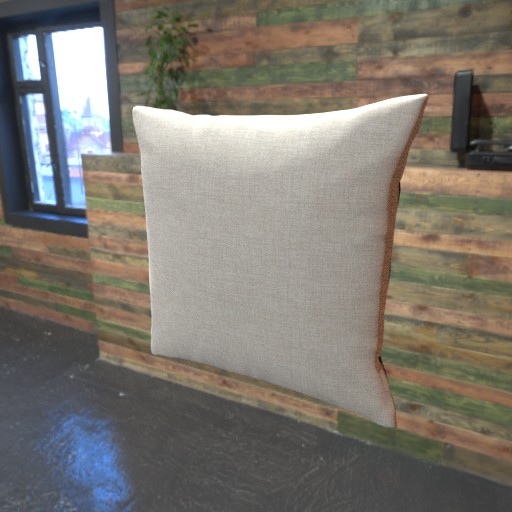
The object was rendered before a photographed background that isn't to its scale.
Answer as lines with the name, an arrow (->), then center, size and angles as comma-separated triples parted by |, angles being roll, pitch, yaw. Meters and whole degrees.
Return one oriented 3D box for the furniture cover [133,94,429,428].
furniture cover -> 0.000, 0.000, 0.765 | 0.517, 0.508, 0.158 | 8, 18, 28
